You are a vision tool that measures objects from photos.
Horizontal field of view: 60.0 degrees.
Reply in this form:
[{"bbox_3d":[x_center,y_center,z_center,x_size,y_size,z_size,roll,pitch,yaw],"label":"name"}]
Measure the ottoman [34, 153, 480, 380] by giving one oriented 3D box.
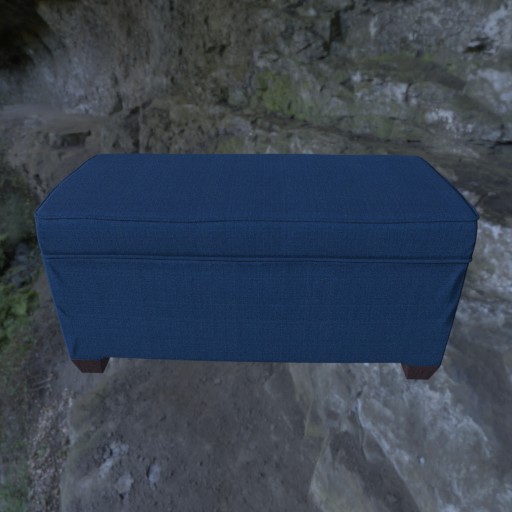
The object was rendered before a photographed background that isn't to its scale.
[{"bbox_3d":[0.000,0.000,1.195,0.943,0.474,0.474,1,30,1],"label":"ottoman"}]
